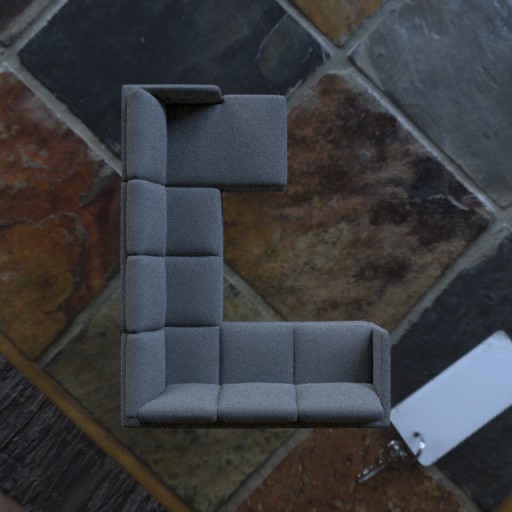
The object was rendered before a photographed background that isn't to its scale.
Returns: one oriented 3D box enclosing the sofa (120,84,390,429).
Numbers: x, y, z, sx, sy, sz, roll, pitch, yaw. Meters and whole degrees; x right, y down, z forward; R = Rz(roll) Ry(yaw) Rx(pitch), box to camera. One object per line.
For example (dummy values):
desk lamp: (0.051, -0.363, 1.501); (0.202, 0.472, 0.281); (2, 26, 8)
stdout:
sofa: (0.000, 0.000, 4.407); (2.551, 0.853, 3.238); (0, 89, 0)
